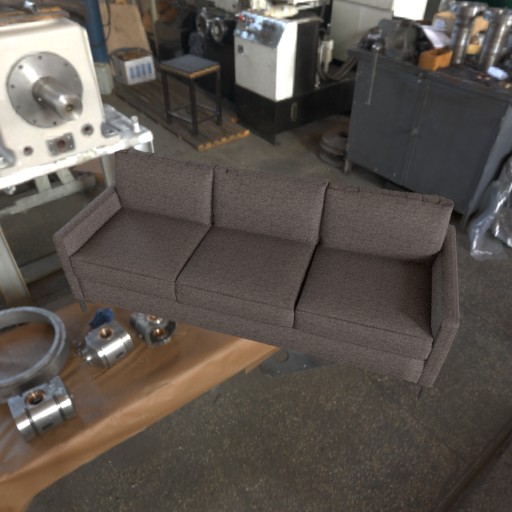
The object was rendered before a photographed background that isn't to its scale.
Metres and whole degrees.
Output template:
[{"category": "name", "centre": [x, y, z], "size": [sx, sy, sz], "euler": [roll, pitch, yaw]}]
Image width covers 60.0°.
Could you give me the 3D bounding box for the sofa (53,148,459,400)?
[{"category": "sofa", "centre": [0.000, 0.000, 2.704], "size": [2.253, 0.882, 0.876], "euler": [11, 41, 14]}]
